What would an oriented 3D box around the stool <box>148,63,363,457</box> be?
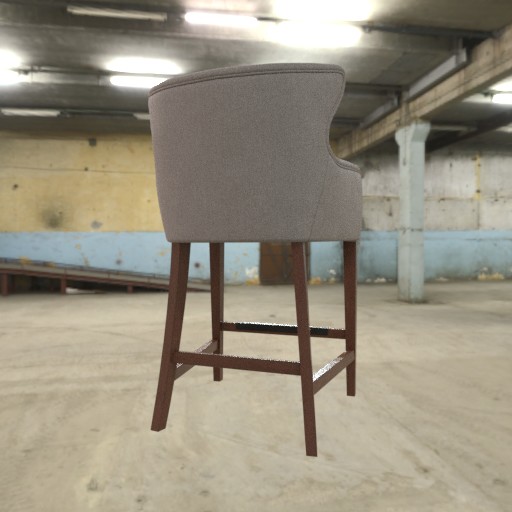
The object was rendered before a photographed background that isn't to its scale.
[{"bbox_3d":[0.000,0.000,1.328,0.575,0.951,0.575,0,1,20],"label":"stool"}]
